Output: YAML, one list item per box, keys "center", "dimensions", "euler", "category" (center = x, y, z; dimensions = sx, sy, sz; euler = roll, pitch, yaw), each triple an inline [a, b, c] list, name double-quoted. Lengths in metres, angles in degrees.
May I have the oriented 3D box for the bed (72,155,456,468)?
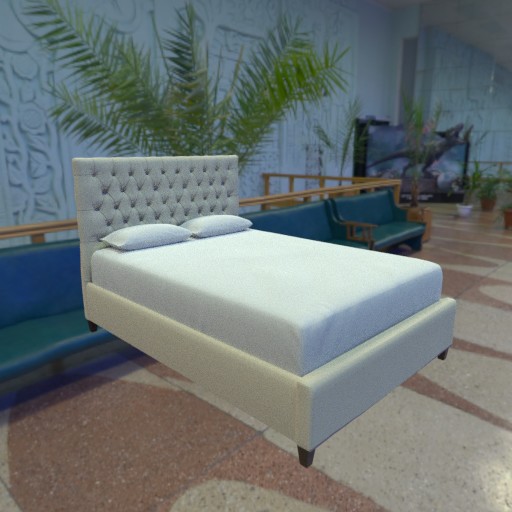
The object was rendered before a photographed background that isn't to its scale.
- center: [0.000, 0.000, 3.324]
  dimensions: [1.698, 1.427, 2.387]
  euler: [-13, 19, -43]
  category: "bed"
